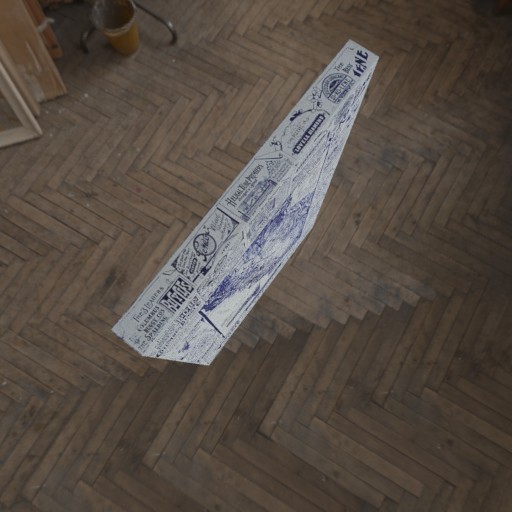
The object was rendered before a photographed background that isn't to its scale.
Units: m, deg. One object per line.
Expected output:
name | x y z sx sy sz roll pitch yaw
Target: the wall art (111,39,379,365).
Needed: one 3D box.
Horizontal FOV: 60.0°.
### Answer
wall art | 0.000 0.000 0.468 0.025 0.376 0.255 36 78 9
